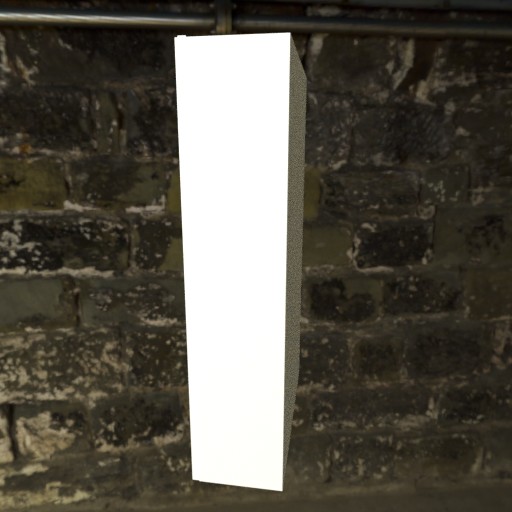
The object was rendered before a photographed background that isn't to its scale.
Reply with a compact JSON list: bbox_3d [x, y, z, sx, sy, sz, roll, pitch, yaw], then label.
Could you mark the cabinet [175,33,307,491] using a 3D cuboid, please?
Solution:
[{"bbox_3d":[0.000,0.000,2.647,0.480,2.160,1.250,2,14,9],"label":"cabinet"}]
